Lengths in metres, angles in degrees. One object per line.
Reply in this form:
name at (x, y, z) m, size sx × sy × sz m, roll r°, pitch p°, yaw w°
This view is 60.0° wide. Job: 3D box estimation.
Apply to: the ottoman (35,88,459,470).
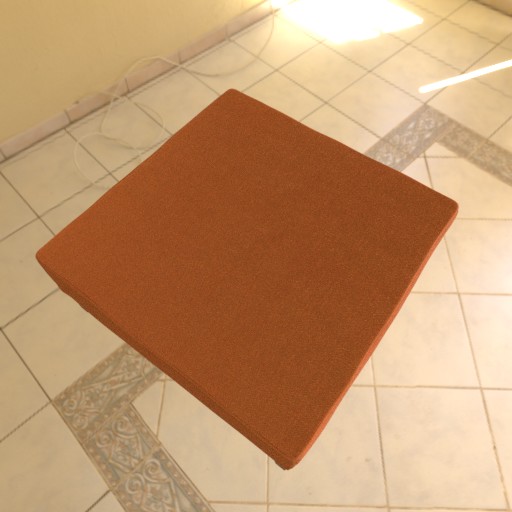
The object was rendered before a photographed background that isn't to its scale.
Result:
ottoman at (0.000, 0.000, 1.554) m, size 0.999 × 0.438 × 0.997 m, roll 33°, pitch 64°, yaw 18°
